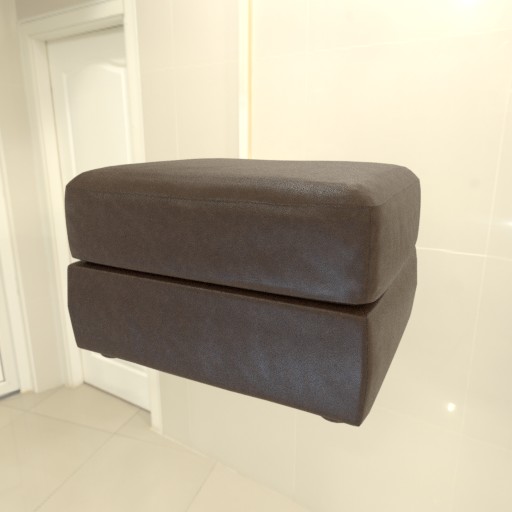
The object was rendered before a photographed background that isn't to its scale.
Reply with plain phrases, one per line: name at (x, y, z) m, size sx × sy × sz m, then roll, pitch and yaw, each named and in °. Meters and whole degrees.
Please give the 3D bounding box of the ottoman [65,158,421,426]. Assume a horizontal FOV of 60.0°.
ottoman at (0.000, 0.000, 1.140) m, size 0.751 × 0.476 × 0.603 m, roll 7°, pitch 17°, yaw 26°
